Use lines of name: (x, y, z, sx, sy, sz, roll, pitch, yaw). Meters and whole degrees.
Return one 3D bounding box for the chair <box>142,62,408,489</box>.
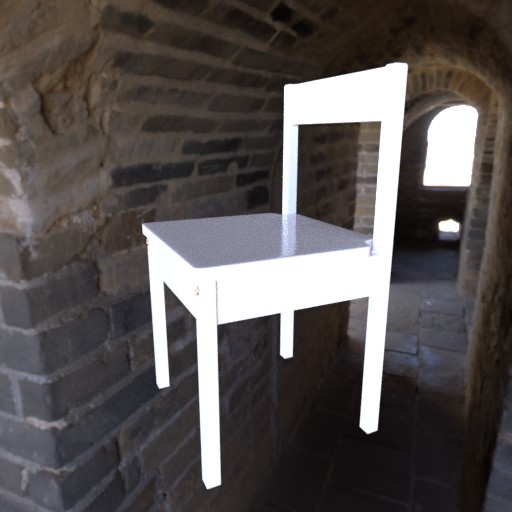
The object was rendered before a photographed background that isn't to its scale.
chair: (0.000, 0.000, 0.859, 0.361, 0.668, 0.367, -7, 17, -24)
